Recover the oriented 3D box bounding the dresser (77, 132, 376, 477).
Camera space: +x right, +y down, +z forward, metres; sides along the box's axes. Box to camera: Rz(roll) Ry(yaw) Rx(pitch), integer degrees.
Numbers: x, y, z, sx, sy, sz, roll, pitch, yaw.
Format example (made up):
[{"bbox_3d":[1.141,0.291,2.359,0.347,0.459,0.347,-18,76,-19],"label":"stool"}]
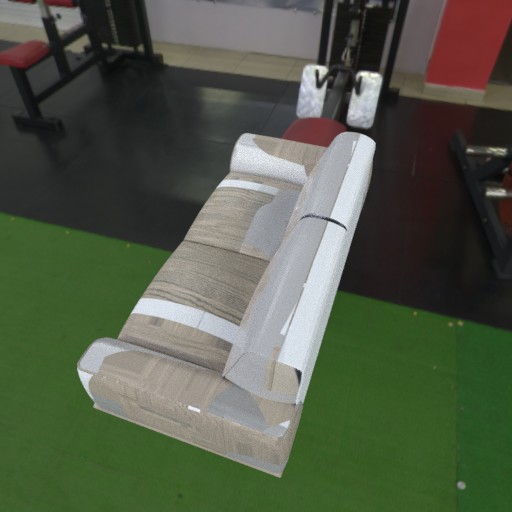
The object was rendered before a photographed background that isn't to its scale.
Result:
[{"bbox_3d":[0.000,0.000,5.777,2.251,1.863,4.679,14,48,14],"label":"dresser"}]
